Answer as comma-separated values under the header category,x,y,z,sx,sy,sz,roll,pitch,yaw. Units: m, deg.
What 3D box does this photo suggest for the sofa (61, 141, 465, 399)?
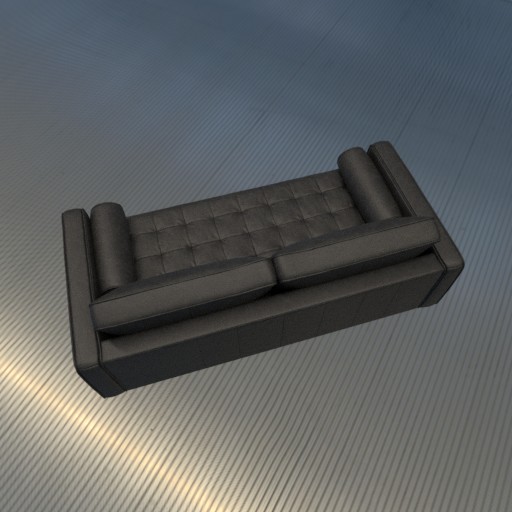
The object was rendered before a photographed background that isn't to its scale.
category,x,y,z,sx,sy,sz,roll,pitch,yaw
sofa,0.000,0.000,2.369,1.879,0.770,0.921,-14,59,-9
